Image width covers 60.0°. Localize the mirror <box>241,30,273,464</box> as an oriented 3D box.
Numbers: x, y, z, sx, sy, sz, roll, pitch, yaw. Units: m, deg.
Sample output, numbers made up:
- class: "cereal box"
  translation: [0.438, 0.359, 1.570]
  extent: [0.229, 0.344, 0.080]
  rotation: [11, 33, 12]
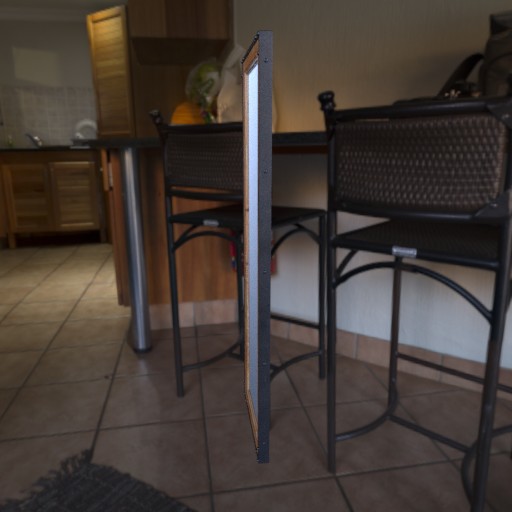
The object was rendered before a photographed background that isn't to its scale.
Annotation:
- class: "mirror"
  translation: [0.000, 0.000, 1.239]
  extent: [0.042, 1.080, 0.354]
  rotation: [-2, 14, -7]
